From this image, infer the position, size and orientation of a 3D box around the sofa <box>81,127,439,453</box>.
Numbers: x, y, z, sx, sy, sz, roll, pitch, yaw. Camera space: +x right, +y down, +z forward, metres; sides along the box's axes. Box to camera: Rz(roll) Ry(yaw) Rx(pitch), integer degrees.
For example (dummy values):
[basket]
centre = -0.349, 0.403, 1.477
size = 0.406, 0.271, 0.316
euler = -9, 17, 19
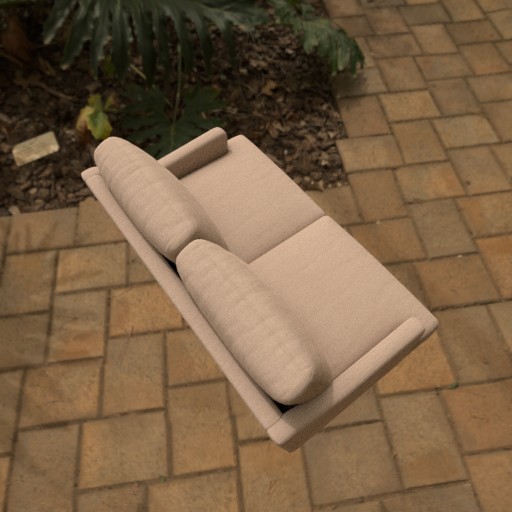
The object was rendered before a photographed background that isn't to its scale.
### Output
[sofa]
centre = 0.000, 0.000, 2.231
size = 1.004, 0.910, 1.619
euler = -33, 63, -19
